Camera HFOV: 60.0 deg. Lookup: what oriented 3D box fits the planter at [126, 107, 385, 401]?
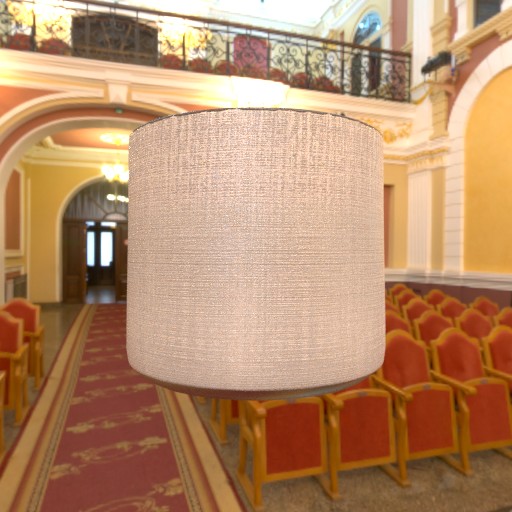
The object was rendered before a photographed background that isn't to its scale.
[{"bbox_3d":[0.000,0.000,0.223,0.125,0.112,0.125,0,1,0],"label":"planter"}]
